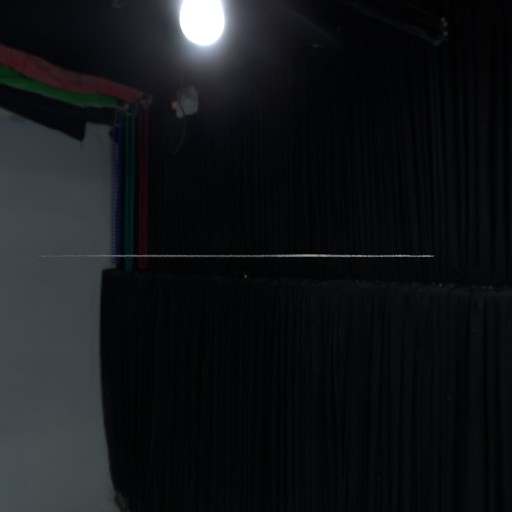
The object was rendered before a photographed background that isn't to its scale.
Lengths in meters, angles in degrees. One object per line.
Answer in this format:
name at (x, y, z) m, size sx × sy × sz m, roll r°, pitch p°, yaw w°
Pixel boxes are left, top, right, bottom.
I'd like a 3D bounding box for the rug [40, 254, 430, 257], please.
rug at (0.000, 0.000, 4.009) m, size 2.371 × 0.012 × 3.000 m, roll 0°, pitch 0°, yaw 37°
